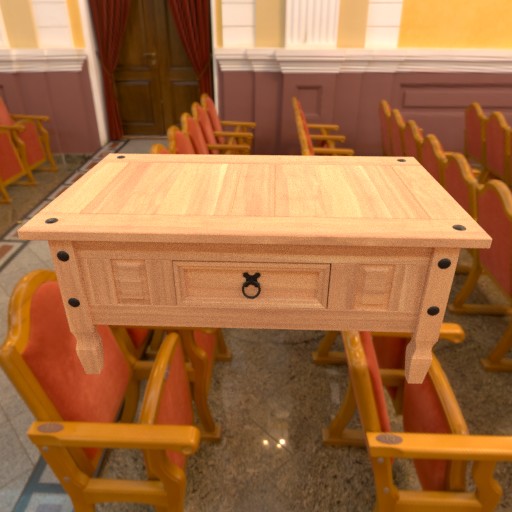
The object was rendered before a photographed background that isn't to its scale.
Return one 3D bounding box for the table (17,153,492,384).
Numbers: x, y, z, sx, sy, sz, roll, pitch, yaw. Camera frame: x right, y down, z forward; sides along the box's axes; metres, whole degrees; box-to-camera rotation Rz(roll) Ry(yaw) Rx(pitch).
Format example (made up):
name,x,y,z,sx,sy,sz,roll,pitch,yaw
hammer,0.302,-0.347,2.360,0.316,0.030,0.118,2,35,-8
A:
name,x,y,z,sx,sy,sz,roll,pitch,yaw
table,0.000,0.000,1.295,1.000,0.437,0.600,1,29,2
